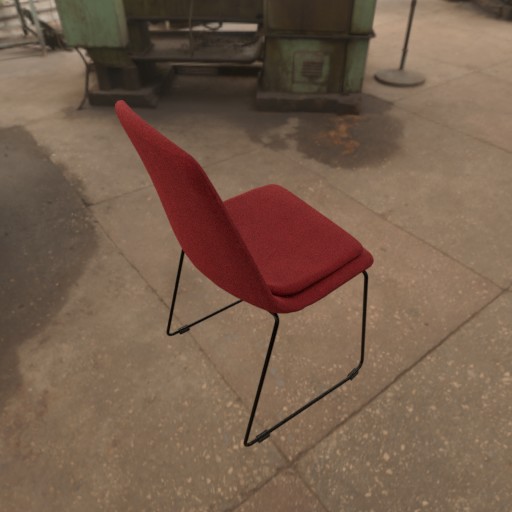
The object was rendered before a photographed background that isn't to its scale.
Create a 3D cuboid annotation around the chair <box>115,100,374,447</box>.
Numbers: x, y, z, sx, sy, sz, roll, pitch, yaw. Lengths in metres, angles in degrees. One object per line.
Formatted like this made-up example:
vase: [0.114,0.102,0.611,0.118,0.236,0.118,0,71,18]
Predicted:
chair: [0.000,0.000,1.150,0.518,0.858,0.479,-24,46,-26]
